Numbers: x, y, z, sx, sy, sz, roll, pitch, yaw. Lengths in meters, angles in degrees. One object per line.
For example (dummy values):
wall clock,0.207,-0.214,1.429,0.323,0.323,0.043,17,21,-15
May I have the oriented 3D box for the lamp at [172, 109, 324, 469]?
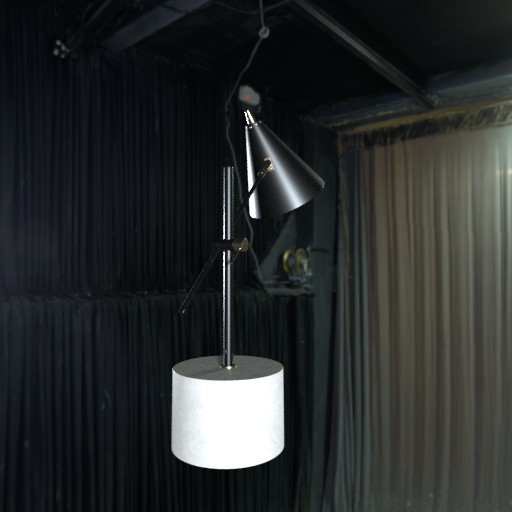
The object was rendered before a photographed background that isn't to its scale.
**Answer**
lamp,0.000,0.000,0.715,0.214,0.518,0.403,-1,-1,36
